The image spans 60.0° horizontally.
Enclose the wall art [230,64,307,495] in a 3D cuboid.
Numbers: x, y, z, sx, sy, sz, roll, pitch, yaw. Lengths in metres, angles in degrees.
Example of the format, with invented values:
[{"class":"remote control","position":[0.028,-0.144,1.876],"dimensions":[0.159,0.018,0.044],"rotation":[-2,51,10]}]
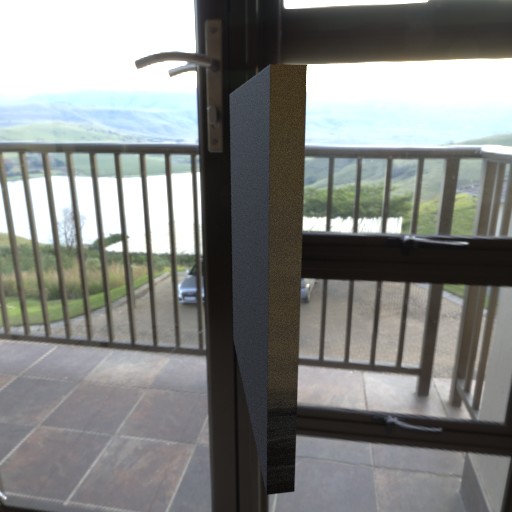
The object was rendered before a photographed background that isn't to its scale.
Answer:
[{"class":"wall art","position":[0.000,0.000,0.705],"dimensions":[0.037,0.511,0.435],"rotation":[-2,17,-8]}]
